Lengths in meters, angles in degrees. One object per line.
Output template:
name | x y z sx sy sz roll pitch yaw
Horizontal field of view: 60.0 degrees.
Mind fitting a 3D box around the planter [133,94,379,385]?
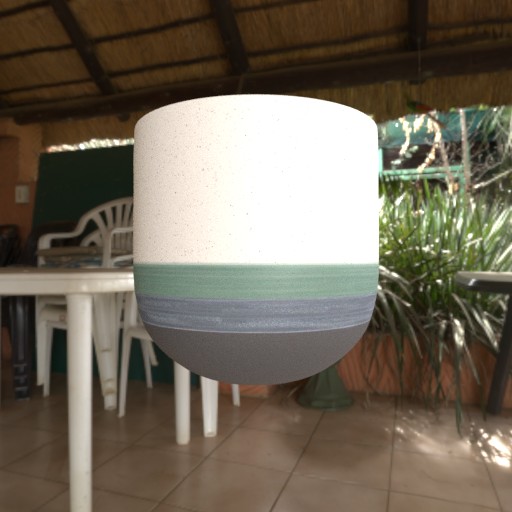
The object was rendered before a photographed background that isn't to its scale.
planter | 0.000 0.000 0.502 0.268 0.270 0.268 0 0 0
